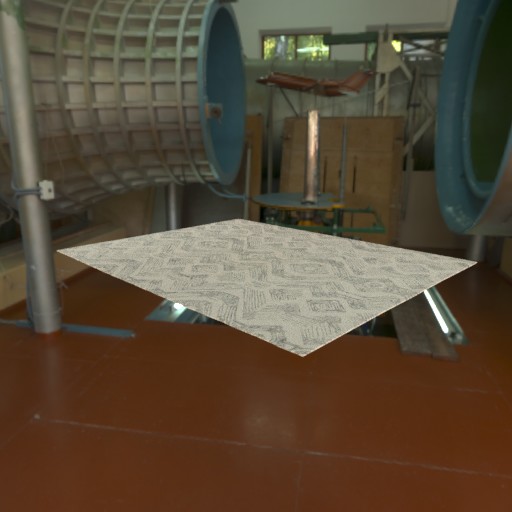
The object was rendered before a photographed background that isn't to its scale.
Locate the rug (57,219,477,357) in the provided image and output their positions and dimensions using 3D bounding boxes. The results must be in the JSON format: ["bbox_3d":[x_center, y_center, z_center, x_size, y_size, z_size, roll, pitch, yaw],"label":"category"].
[{"bbox_3d":[0.000,0.000,4.076,3.054,0.030,2.430,14,21,43],"label":"rug"}]
